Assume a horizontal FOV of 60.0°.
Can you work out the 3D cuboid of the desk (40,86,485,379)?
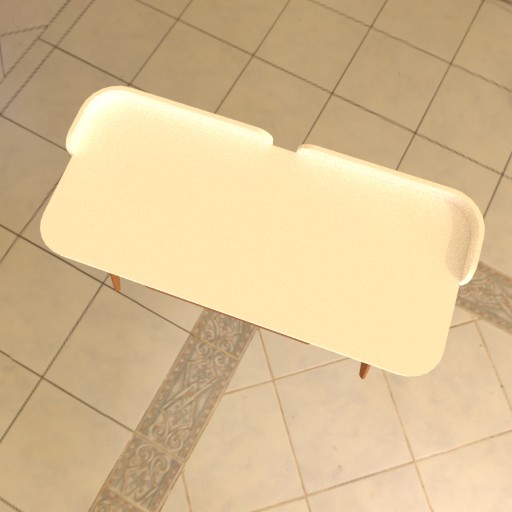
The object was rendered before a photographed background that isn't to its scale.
[{"bbox_3d":[0.000,0.000,1.609,1.206,0.807,0.534,19,76,5],"label":"desk"}]
